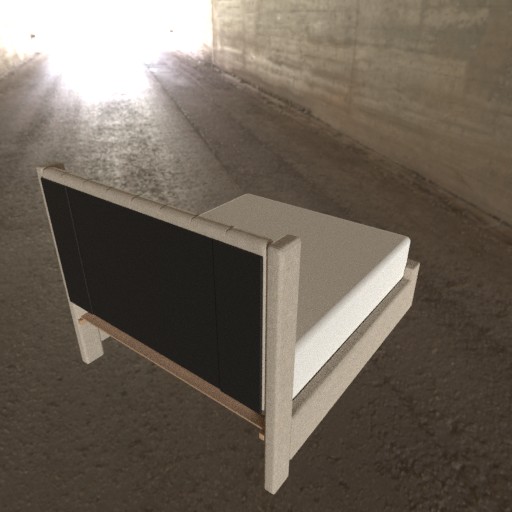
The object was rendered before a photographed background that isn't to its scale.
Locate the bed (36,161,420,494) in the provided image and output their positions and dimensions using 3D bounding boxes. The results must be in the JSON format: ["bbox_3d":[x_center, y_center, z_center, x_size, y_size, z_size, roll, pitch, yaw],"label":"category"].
[{"bbox_3d":[0.000,0.000,3.710,2.045,1.743,2.370,20,34,32],"label":"bed"}]
